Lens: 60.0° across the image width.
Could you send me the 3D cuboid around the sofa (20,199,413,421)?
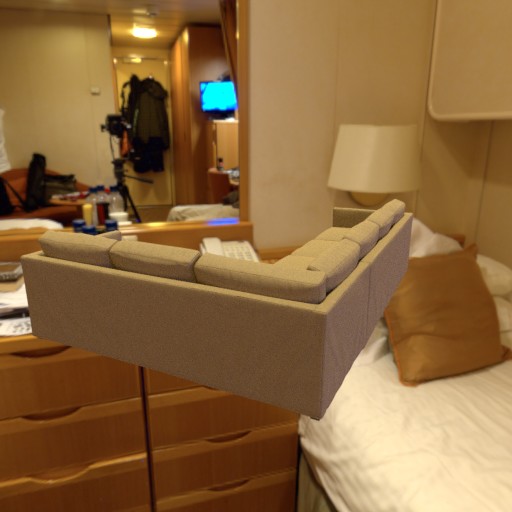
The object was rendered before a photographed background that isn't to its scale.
[{"bbox_3d":[0.000,0.000,4.263,2.432,0.871,3.182,8,18,25],"label":"sofa"}]
